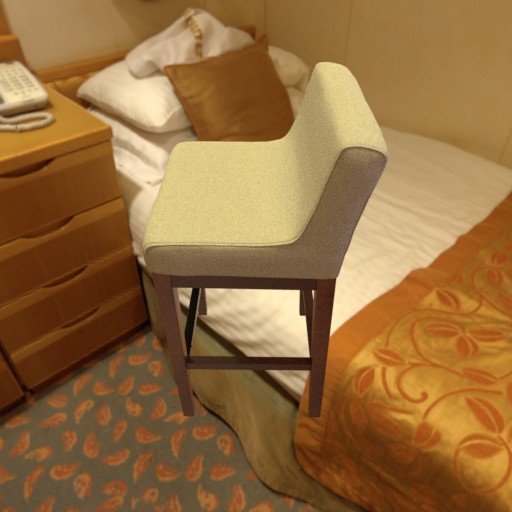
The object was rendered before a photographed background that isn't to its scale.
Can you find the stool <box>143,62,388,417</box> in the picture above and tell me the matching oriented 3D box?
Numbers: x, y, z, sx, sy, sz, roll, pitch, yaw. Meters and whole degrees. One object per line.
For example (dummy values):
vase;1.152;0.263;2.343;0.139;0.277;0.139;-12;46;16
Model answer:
stool;0.000;0.000;1.272;0.500;0.937;0.511;0;40;0
